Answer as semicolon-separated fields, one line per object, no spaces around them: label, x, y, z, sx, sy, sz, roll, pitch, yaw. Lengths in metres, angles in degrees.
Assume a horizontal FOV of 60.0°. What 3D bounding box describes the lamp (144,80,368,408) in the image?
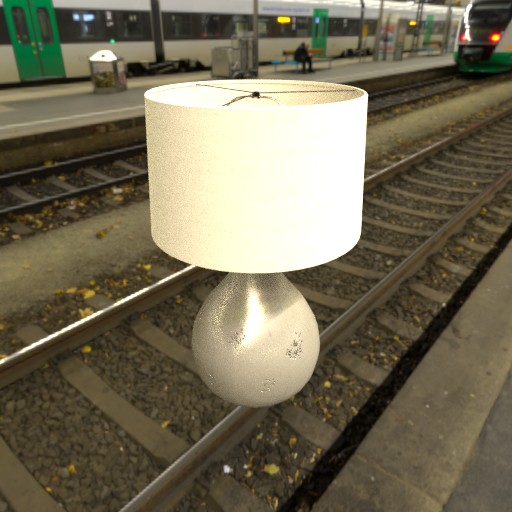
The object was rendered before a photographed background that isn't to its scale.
lamp;0.000;0.000;0.741;0.330;0.521;0.330;0;27;0
